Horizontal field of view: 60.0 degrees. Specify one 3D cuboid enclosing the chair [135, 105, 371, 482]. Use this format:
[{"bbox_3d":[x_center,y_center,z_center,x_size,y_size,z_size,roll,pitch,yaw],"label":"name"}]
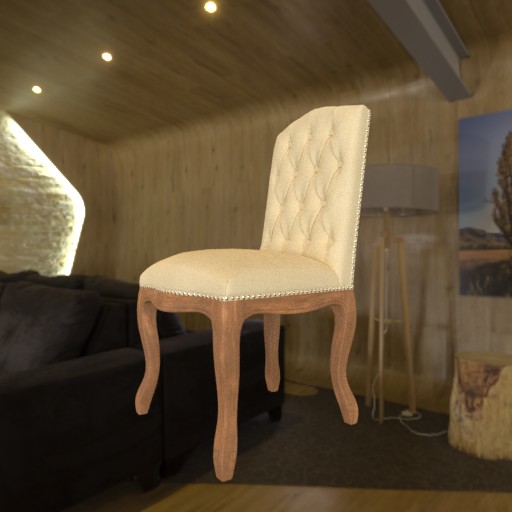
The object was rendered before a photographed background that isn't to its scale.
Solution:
[{"bbox_3d":[0.000,0.000,1.582,0.715,1.165,0.623,0,0,-36],"label":"chair"}]
